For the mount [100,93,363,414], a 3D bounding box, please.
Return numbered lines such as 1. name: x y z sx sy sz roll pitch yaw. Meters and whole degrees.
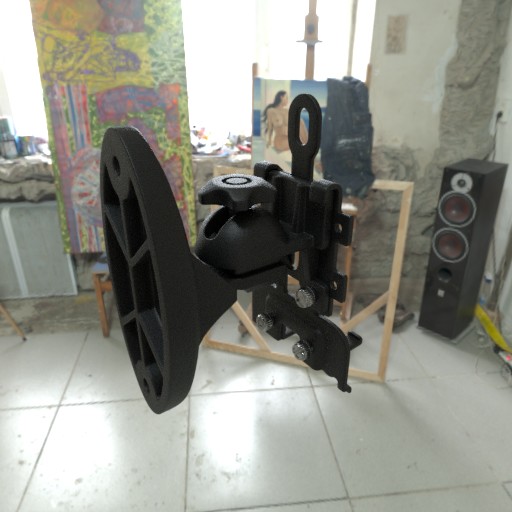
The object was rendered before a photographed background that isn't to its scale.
1. mount: 0.000 0.000 0.174 0.100 0.118 0.066 -17 30 -32
